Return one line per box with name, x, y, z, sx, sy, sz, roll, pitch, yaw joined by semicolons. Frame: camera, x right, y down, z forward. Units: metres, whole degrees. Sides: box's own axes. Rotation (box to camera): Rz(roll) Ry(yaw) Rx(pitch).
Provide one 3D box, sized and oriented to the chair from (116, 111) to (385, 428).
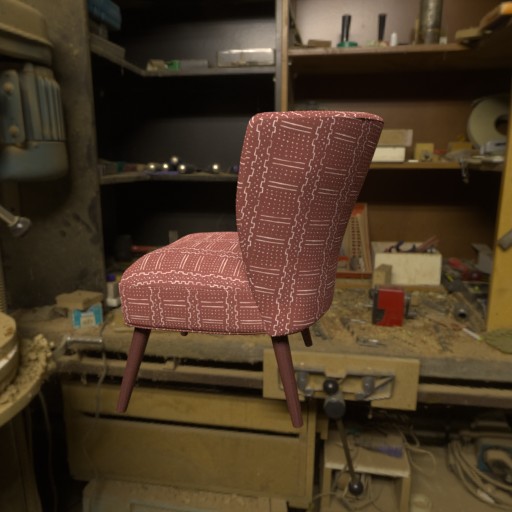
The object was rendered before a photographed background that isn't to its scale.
chair;0.000;0.000;1.448;0.758;0.866;0.706;2;13;10
